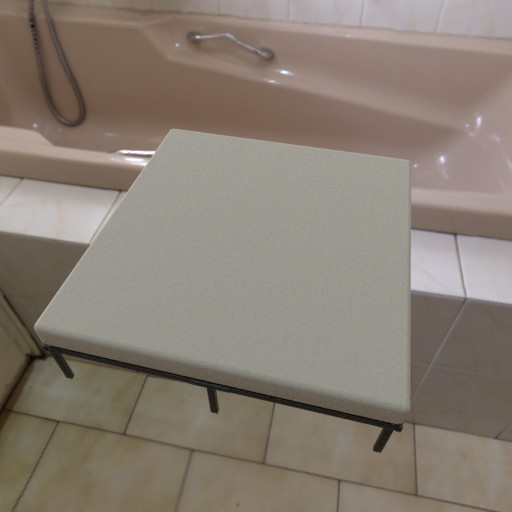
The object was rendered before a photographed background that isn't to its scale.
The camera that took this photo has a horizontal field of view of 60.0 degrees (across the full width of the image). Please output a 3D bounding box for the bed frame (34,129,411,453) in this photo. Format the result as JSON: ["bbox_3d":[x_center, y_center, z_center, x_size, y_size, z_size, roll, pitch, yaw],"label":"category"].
[{"bbox_3d":[0.000,0.000,3.901,2.526,0.680,2.635,10,48,9],"label":"bed frame"}]
